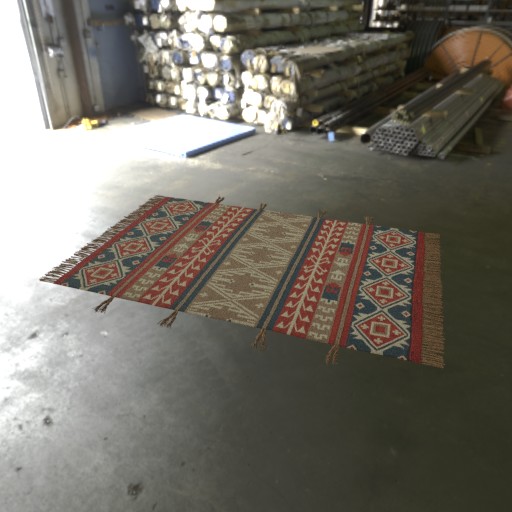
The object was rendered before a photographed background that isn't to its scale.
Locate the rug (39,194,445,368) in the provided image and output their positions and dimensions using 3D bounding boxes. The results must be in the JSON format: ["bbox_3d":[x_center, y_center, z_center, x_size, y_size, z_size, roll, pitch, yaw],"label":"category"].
[{"bbox_3d":[0.000,0.000,3.079,2.450,0.048,1.778,10,32,16],"label":"rug"}]
